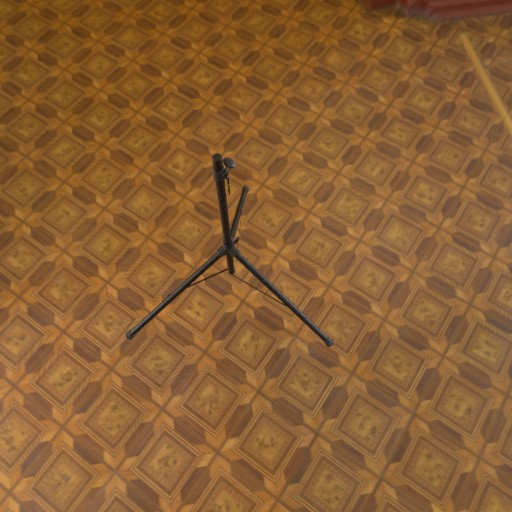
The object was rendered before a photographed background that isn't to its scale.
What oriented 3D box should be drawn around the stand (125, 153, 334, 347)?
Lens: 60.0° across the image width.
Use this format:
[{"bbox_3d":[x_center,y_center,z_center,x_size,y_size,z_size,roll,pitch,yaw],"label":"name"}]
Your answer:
[{"bbox_3d":[0.000,0.000,2.720,1.339,1.595,1.596,32,69,14],"label":"stand"}]
